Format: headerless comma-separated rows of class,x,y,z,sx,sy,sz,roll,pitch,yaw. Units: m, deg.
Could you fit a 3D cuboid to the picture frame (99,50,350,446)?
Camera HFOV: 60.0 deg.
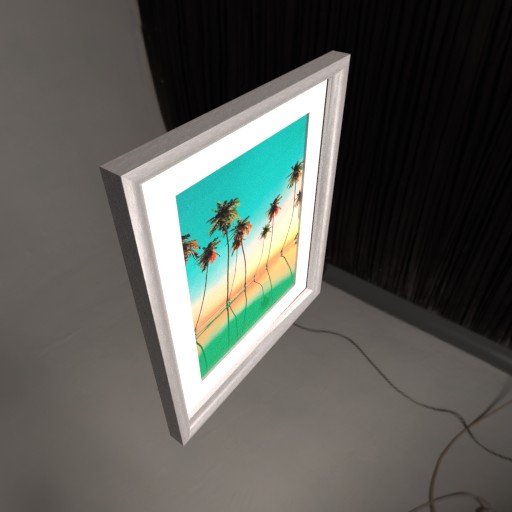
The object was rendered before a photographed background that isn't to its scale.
picture frame,0.000,0.000,0.524,0.027,0.378,0.327,26,47,27
